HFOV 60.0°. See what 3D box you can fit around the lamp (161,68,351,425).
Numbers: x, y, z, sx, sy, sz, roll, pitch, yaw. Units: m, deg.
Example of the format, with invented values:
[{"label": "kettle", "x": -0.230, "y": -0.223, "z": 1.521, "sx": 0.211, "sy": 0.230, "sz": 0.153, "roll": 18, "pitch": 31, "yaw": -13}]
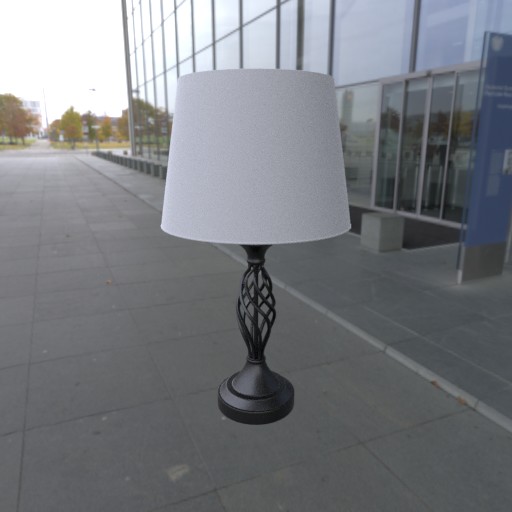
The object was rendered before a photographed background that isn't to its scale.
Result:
[{"label": "lamp", "x": 0.000, "y": 0.000, "z": 0.801, "sx": 0.331, "sy": 0.594, "sz": 0.331, "roll": 0, "pitch": 15, "yaw": 0}]
